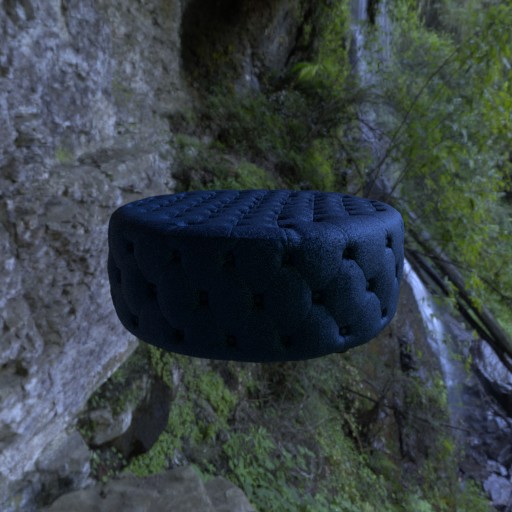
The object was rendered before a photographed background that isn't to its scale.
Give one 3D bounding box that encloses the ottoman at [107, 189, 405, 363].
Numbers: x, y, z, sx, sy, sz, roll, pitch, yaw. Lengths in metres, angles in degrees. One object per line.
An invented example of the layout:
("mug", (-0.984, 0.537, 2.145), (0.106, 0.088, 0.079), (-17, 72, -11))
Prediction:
("ottoman", (0.000, 0.000, 1.569), (0.998, 0.398, 0.998), (0, 15, 0))
